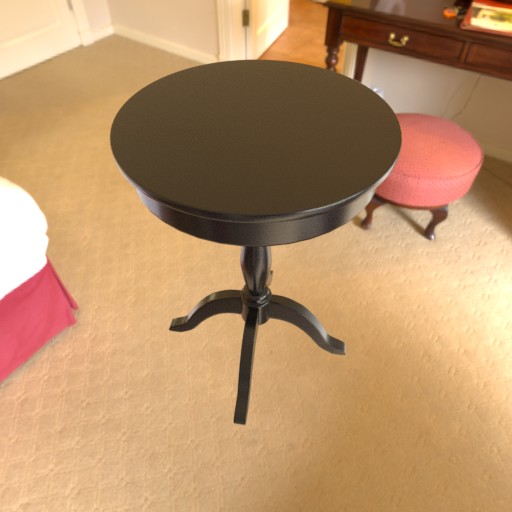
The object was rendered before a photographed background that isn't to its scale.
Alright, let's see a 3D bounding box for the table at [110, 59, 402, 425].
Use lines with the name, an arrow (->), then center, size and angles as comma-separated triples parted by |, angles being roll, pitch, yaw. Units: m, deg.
table -> 0.000, 0.000, 0.980 | 0.481, 0.665, 0.481 | 0, 47, 0
